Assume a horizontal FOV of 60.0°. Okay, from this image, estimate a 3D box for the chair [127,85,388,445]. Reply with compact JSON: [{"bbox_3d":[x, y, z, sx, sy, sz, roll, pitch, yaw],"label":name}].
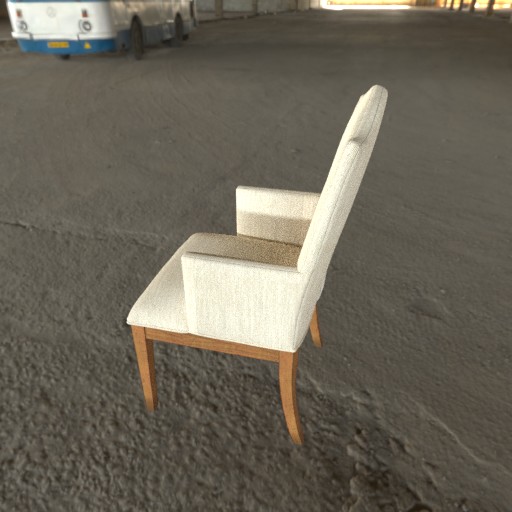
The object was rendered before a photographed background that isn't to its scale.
[{"bbox_3d":[0.000,0.000,1.362,0.641,1.016,0.533,8,31,13],"label":"chair"}]
